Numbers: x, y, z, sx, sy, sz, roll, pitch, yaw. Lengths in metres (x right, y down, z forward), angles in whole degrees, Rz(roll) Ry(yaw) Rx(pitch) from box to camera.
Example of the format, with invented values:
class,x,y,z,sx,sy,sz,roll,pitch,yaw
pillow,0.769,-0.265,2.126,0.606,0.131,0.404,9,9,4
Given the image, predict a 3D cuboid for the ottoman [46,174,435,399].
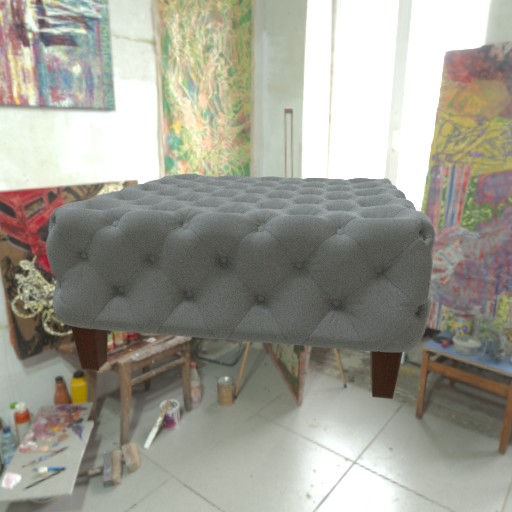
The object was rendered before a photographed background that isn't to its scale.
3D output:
class,x,y,z,sx,sy,sz,roll,pitch,yaw
ottoman,0.000,0.000,1.408,0.917,0.439,0.911,3,16,9
